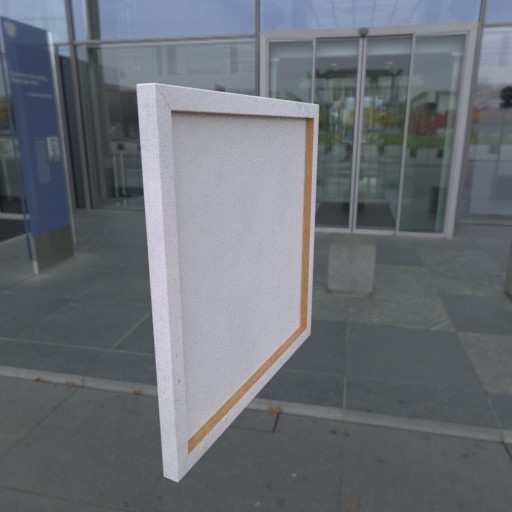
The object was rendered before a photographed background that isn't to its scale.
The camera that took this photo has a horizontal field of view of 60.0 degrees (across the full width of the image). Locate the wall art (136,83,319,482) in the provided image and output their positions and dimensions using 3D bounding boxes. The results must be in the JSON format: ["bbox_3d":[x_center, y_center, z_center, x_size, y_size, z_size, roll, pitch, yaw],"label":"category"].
[{"bbox_3d":[0.000,0.000,1.129,0.038,0.762,0.762,8,18,26],"label":"wall art"}]
